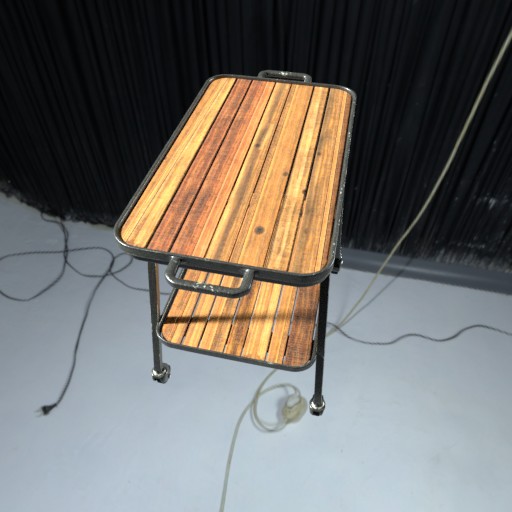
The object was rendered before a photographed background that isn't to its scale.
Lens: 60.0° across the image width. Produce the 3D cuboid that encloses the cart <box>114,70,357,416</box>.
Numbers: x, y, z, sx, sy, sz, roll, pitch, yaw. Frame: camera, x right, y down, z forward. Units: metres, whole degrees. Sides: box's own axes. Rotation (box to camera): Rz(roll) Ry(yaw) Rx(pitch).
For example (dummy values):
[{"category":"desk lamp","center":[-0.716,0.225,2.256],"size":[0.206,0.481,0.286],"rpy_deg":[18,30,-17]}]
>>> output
[{"category":"cart","center":[0.000,0.000,1.246],"size":[0.515,0.700,0.806],"rpy_deg":[9,48,8]}]
